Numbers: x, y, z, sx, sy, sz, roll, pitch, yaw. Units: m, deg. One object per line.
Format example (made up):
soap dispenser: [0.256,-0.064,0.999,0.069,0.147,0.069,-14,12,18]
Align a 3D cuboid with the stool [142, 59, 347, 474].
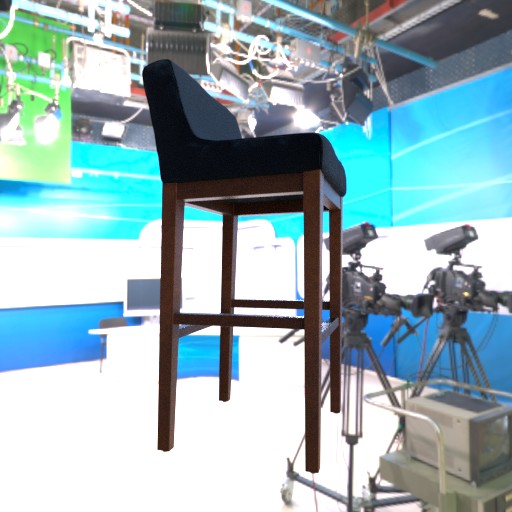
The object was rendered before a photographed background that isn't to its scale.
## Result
stool: [0.000,0.000,1.330,0.500,1.037,0.511,0,-1,17]
